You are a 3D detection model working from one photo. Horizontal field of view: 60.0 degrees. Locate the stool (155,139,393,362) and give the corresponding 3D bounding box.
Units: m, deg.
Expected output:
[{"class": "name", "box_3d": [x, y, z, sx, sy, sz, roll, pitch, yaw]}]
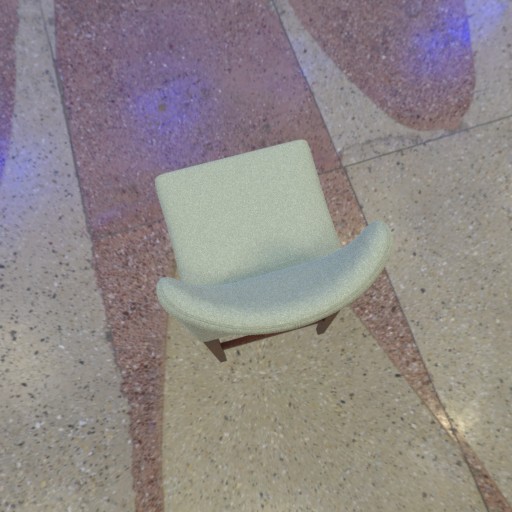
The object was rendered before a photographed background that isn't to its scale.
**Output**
[{"class": "stool", "box_3d": [0.000, 0.000, 1.369, 0.479, 1.069, 0.568, -15, 75, -4]}]
